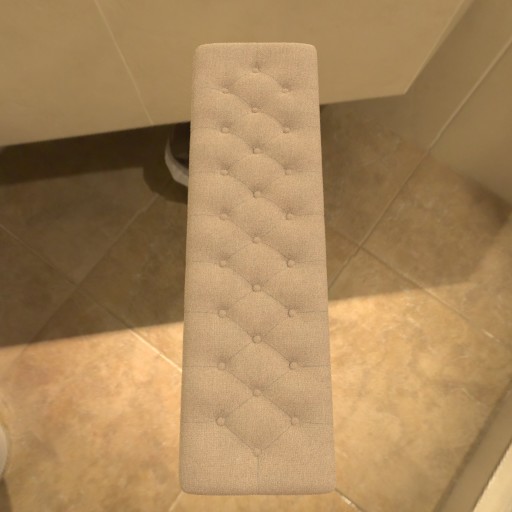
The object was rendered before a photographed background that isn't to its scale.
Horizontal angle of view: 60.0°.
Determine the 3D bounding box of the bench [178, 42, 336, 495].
[{"bbox_3d":[0.000,0.000,1.610,0.455,0.467,1.480,0,76,0],"label":"bench"}]
